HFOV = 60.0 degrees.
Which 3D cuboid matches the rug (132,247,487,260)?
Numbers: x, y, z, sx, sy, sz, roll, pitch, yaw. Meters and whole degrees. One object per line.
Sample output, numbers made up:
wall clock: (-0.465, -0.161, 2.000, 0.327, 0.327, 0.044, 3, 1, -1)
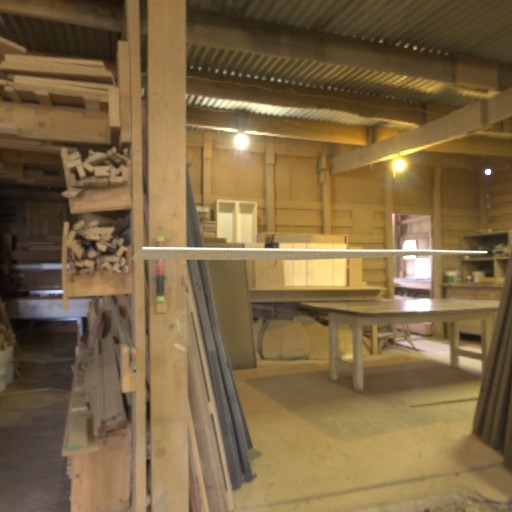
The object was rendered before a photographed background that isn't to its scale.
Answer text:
rug: (0.000, 0.000, 2.321, 1.232, 0.015, 1.825, 0, -1, -17)
